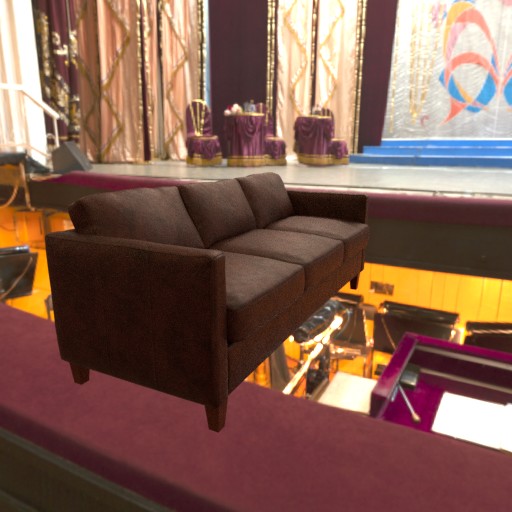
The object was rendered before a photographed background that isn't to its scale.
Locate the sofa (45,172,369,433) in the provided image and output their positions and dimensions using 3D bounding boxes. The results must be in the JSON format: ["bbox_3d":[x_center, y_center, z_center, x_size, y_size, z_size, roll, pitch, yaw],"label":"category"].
[{"bbox_3d":[0.000,0.000,3.017,1.045,1.006,2.464,7,16,27],"label":"sofa"}]
